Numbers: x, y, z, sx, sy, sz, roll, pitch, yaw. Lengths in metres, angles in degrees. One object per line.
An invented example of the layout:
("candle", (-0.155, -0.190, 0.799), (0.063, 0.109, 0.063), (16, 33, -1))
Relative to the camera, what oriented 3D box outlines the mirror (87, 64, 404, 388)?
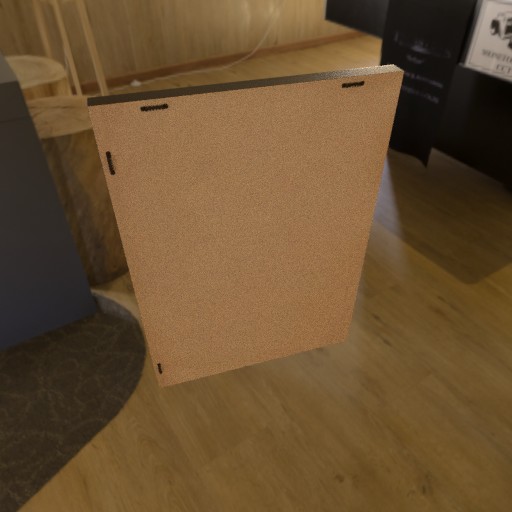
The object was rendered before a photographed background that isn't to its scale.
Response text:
("mirror", (0.000, 0.000, 0.924), (0.507, 0.710, 0.039), (-11, 42, -13))
